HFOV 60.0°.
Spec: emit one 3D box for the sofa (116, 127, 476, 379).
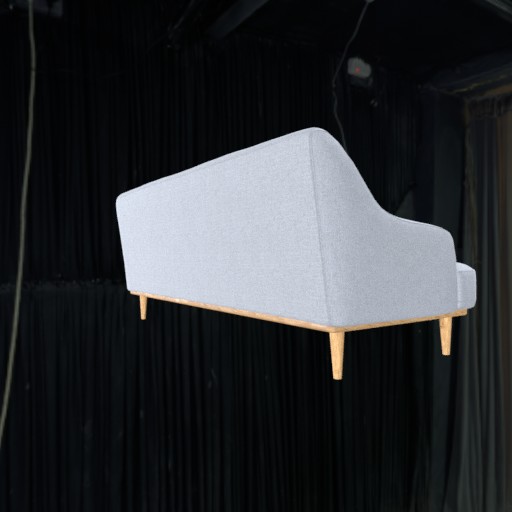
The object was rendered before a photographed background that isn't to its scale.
[{"bbox_3d":[0.000,0.000,2.506,0.978,0.871,2.057,0,0,-35],"label":"sofa"}]
